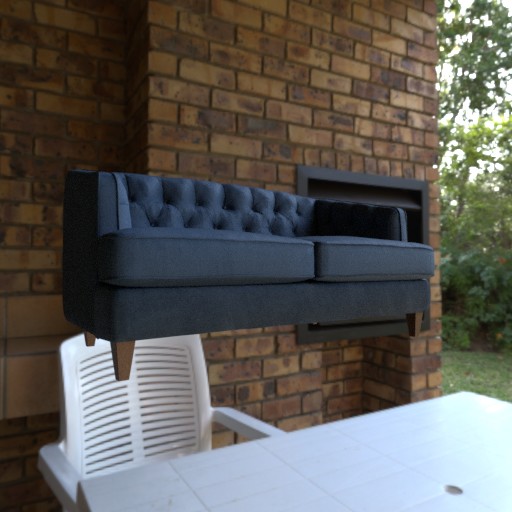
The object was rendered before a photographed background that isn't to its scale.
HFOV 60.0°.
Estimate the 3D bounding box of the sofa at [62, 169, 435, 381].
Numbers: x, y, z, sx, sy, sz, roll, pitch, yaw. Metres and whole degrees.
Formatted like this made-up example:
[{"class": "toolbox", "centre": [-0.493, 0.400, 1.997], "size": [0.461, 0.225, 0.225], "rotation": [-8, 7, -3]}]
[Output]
[{"class": "sofa", "centre": [0.000, 0.000, 2.220], "size": [1.733, 0.854, 0.941], "rotation": [1, -2, -35]}]
